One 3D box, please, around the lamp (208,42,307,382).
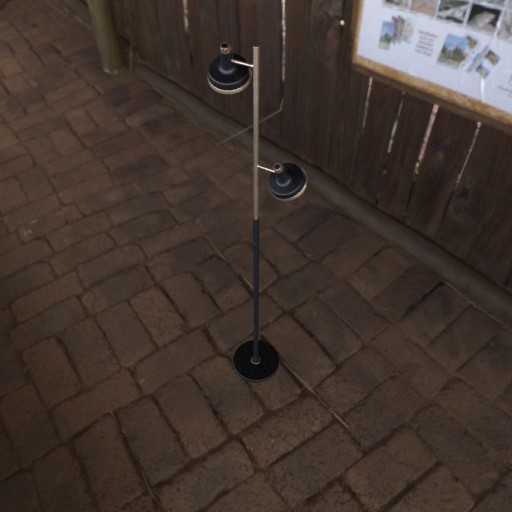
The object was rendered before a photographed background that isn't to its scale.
[{"bbox_3d":[0.000,0.000,1.825,0.351,1.674,0.253,23,51,20],"label":"lamp"}]
